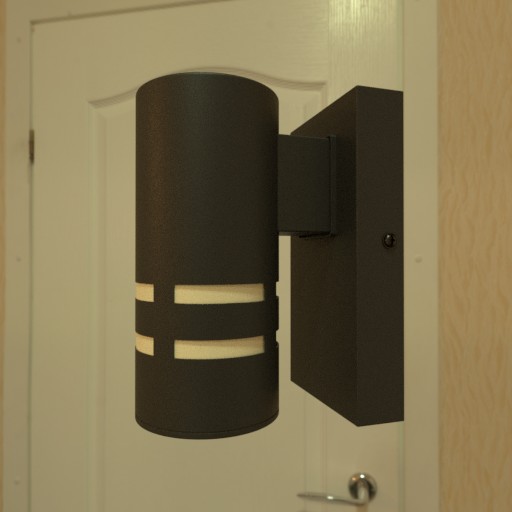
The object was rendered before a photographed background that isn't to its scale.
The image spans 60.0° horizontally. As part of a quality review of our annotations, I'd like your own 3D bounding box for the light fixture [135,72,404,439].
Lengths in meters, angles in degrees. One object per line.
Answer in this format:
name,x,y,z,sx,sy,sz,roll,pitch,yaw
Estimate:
light fixture,0.000,0.000,0.262,0.138,0.179,0.098,0,0,-18
